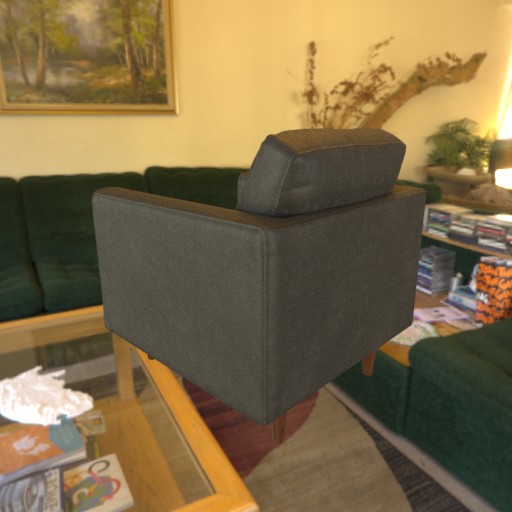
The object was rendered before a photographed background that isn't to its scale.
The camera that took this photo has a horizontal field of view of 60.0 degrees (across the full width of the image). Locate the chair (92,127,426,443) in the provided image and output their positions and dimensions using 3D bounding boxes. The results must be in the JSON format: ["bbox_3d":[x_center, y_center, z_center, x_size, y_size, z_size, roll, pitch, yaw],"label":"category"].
[{"bbox_3d":[0.000,0.000,1.603,0.879,0.898,0.831,16,24,42],"label":"chair"}]
